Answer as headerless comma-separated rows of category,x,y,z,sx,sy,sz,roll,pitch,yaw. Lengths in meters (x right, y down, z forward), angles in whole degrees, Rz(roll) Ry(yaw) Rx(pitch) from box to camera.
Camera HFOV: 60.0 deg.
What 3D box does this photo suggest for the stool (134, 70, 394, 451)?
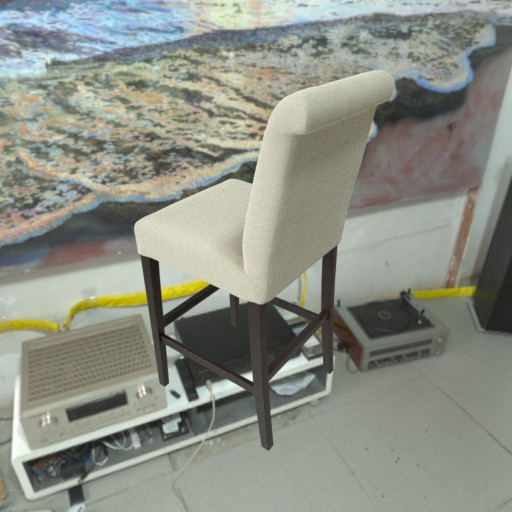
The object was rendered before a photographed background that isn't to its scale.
stool,0.000,0.000,1.435,0.610,1.118,0.482,20,35,31
